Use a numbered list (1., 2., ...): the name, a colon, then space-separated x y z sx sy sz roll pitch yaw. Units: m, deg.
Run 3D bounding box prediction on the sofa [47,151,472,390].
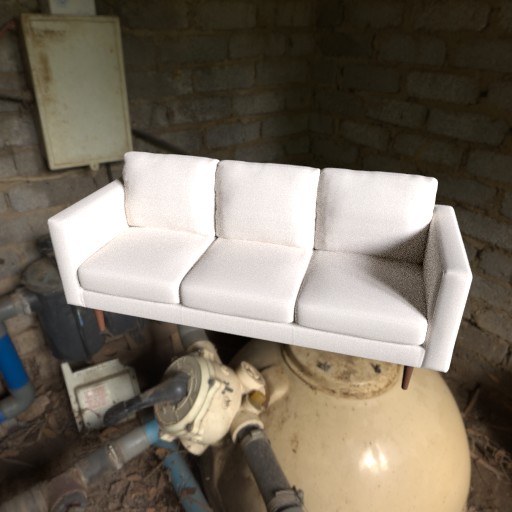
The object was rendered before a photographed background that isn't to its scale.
1. sofa: 0.000 0.000 2.442 2.029 0.912 0.802 8 29 14
